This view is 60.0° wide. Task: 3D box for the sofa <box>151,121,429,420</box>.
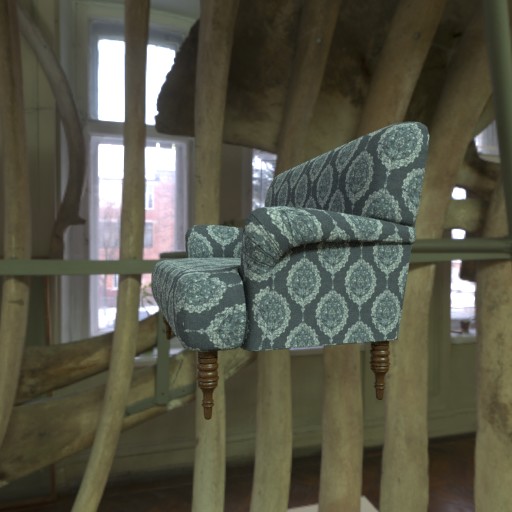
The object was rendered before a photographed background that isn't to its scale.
[{"bbox_3d":[0.000,0.000,1.812,0.779,0.867,1.297,0,1,-17],"label":"sofa"}]
